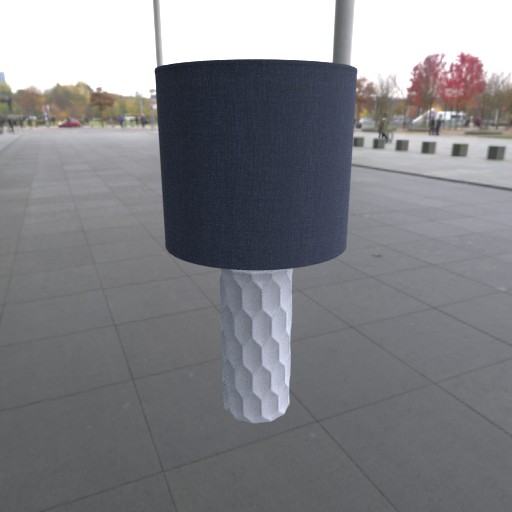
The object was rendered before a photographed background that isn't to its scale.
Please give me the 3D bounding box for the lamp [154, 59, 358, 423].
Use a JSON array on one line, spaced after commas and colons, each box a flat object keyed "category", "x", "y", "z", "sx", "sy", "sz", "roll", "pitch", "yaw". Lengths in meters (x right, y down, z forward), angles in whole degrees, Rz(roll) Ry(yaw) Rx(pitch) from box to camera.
[{"category": "lamp", "x": 0.000, "y": 0.000, "z": 0.695, "sx": 0.277, "sy": 0.537, "sz": 0.277, "roll": -3, "pitch": 17, "yaw": -9}]
